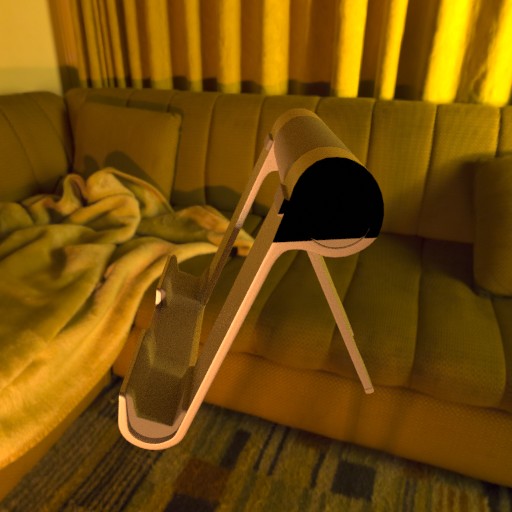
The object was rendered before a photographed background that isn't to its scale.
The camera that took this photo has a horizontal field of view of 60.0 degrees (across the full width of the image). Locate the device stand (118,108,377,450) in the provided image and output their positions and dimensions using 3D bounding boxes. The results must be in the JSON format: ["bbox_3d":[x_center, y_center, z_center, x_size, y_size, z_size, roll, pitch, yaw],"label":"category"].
[{"bbox_3d":[0.000,0.000,0.149,0.079,0.084,0.086,-1,26,-1],"label":"device stand"}]
